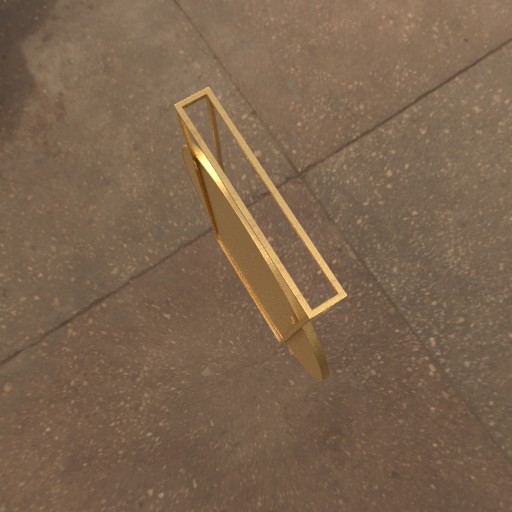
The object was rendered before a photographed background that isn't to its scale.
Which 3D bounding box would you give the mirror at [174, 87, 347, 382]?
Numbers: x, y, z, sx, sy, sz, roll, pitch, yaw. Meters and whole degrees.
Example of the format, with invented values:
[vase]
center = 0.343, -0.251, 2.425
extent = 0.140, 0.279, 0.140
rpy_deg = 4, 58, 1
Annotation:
[mirror]
center = 0.000, 0.000, 0.822
extent = 0.051, 0.603, 0.508
rpy_deg = -31, 78, -7
